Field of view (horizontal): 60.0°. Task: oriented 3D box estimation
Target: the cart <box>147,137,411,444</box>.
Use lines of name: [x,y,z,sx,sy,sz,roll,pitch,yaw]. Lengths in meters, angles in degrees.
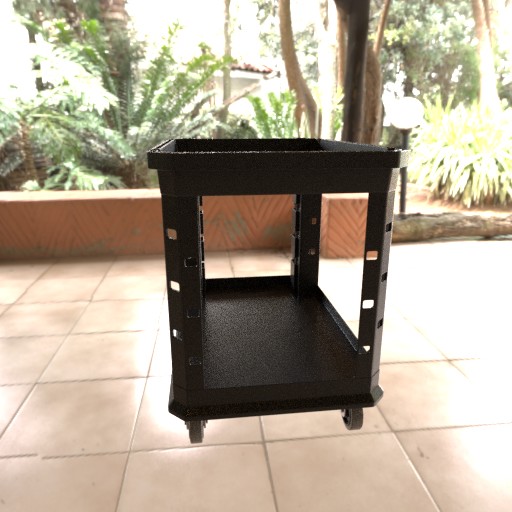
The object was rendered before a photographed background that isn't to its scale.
cart: [0.000,0.000,1.767,0.674,0.884,1.239,-2,17,-7]
